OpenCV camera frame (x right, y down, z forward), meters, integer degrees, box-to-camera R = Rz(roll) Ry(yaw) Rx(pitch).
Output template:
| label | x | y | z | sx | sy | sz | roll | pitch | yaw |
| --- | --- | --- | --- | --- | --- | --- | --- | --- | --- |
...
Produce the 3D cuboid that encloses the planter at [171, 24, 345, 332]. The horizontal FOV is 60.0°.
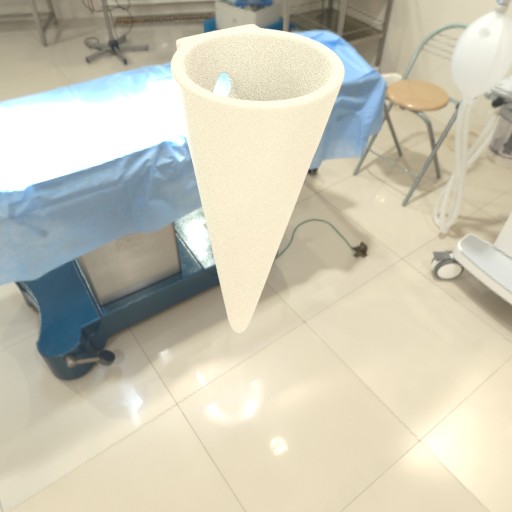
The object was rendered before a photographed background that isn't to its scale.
| label | x | y | z | sx | sy | sz | roll | pitch | yaw |
| --- | --- | --- | --- | --- | --- | --- | --- | --- | --- |
| planter | 0.000 | 0.000 | 0.221 | 0.057 | 0.193 | 0.064 | -22 | 51 | -20 |
